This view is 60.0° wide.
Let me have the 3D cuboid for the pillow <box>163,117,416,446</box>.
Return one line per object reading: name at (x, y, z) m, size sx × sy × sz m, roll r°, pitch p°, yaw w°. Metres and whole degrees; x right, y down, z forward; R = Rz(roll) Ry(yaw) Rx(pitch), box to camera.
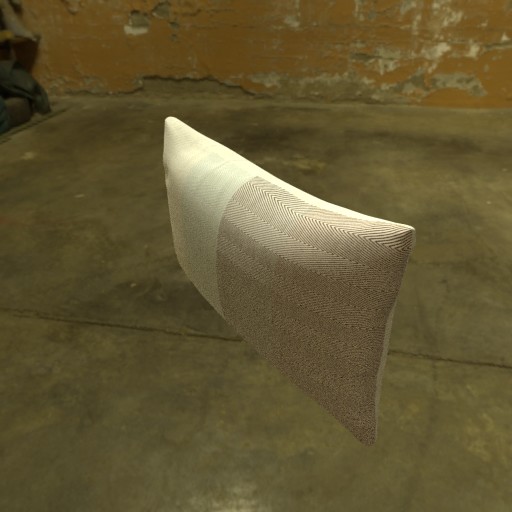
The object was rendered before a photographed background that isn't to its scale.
pillow at (0.000, 0.000, 0.645) m, size 0.139 × 0.305 × 0.506 m, roll -21°, pitch 38°, yaw -29°
